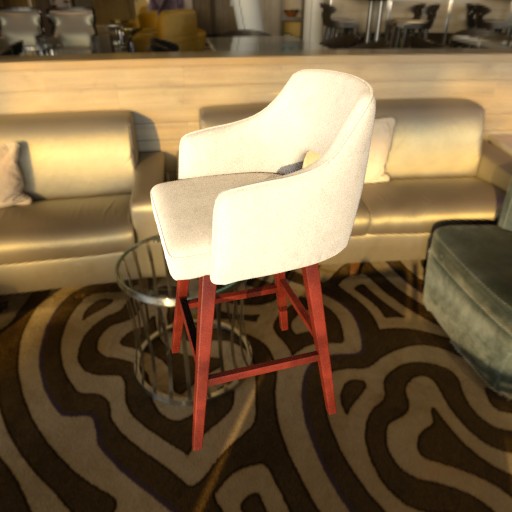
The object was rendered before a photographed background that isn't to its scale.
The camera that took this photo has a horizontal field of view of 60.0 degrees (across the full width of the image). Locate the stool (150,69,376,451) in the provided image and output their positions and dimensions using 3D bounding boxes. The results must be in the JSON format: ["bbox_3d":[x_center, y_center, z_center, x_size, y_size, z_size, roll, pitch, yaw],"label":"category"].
[{"bbox_3d":[0.000,0.000,1.351,0.558,1.012,0.548,-9,31,-15],"label":"stool"}]
